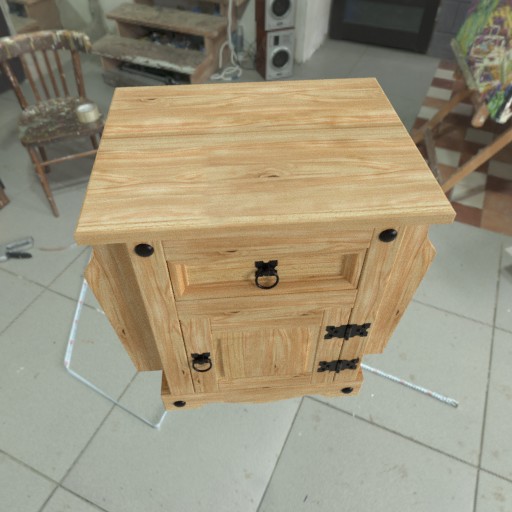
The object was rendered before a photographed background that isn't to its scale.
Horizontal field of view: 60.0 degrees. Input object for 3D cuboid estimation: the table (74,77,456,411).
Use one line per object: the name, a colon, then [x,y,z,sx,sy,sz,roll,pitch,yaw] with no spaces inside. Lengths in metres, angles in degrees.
table: [0.000,0.000,0.856,0.530,0.515,0.380,-4,47,-3]
